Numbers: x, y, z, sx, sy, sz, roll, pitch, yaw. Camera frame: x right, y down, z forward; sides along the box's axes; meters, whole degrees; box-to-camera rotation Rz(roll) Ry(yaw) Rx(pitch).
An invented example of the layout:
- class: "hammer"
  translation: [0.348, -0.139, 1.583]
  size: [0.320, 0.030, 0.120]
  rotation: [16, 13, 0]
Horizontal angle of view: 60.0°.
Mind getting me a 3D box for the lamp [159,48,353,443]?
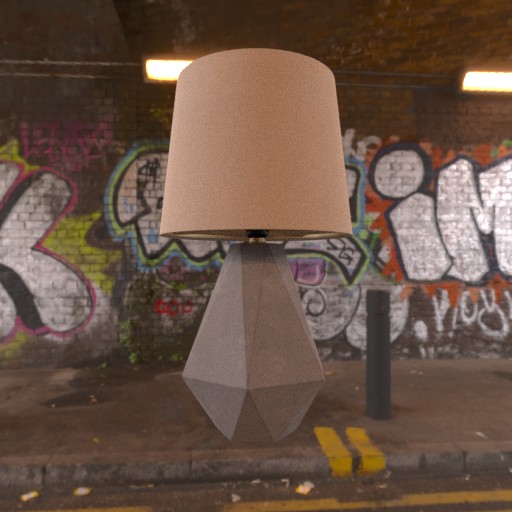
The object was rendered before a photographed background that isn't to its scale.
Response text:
- class: "lamp"
  translation: [0.000, 0.000, 0.648]
  size: [0.276, 0.501, 0.276]
  rotation: [0, -1, 0]
